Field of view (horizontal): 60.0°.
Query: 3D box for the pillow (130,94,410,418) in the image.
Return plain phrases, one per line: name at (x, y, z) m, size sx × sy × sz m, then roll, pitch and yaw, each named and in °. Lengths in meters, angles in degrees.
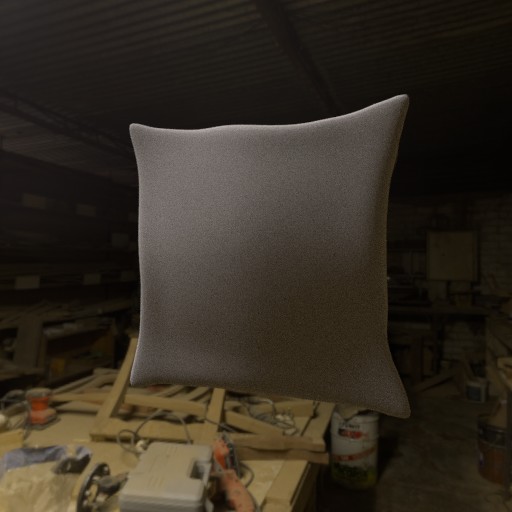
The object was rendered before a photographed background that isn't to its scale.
pillow at (0.000, 0.000, 0.782) m, size 0.514 × 0.513 × 0.163 m, roll 0°, pitch 0°, yaw 19°
